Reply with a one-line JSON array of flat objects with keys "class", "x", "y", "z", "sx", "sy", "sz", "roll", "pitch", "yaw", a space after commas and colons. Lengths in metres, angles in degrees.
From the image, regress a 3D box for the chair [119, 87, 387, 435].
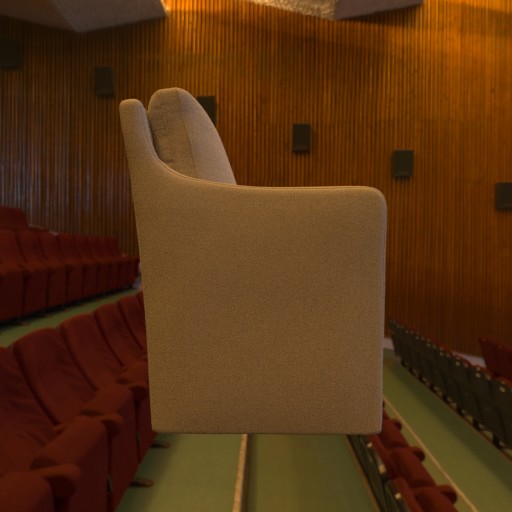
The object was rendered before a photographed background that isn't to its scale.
[{"class": "chair", "x": 0.000, "y": 0.000, "z": 1.413, "sx": 0.694, "sy": 0.914, "sz": 0.626, "roll": 0, "pitch": 1, "yaw": 0}]
